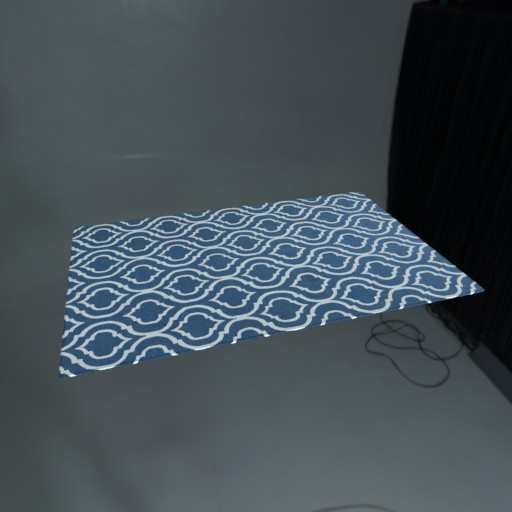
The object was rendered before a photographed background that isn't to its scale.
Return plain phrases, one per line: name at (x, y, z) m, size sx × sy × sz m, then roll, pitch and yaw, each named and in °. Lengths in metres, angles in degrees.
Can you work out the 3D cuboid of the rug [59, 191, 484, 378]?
rug at (0.000, 0.000, 2.192) m, size 1.753 × 0.010 × 1.143 m, roll -9°, pitch 33°, yaw -14°
